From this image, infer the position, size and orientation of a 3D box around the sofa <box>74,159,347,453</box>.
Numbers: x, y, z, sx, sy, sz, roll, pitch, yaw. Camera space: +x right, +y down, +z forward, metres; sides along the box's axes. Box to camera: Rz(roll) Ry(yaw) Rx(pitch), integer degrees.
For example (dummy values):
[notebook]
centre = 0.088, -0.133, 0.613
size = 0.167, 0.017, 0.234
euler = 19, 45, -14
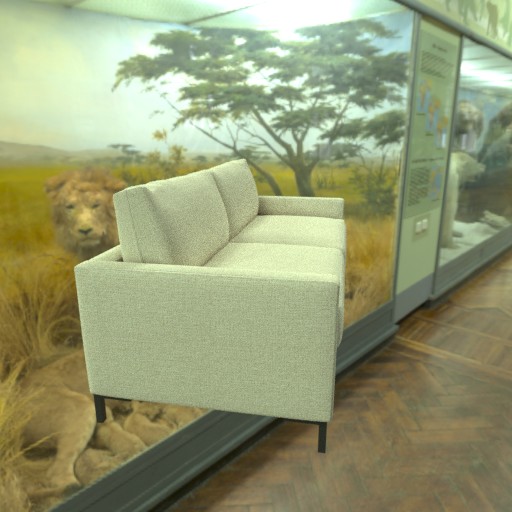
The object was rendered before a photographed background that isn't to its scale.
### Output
[sofa]
centre = 0.000, 0.000, 2.094
size = 0.839, 0.812, 1.651
euler = 3, 16, 11
